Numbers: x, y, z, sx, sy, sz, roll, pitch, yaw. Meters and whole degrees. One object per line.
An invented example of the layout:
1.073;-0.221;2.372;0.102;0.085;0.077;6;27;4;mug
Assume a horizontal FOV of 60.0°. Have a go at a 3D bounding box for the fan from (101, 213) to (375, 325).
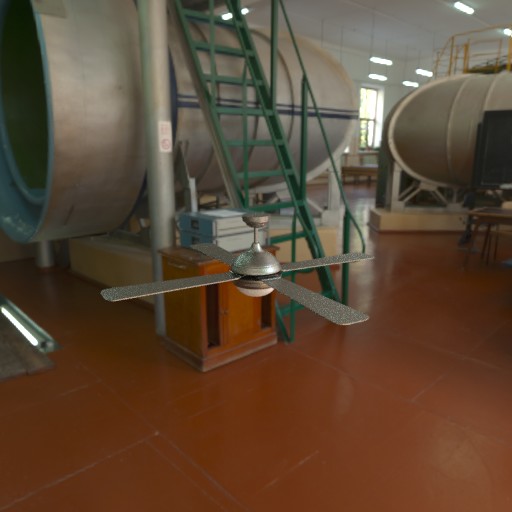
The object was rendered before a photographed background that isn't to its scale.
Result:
0.000;0.000;2.049;1.321;0.381;1.321;-2;14;-8;fan
